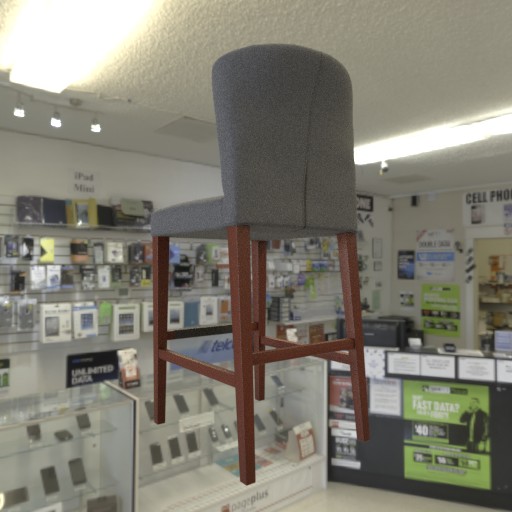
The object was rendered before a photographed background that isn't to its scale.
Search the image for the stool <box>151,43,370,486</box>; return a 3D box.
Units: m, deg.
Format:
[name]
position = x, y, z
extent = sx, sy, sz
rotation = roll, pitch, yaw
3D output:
[stool]
position = 0.000, 0.000, 1.363
extent = 0.481, 1.069, 0.568
rotation = 1, -2, -37
